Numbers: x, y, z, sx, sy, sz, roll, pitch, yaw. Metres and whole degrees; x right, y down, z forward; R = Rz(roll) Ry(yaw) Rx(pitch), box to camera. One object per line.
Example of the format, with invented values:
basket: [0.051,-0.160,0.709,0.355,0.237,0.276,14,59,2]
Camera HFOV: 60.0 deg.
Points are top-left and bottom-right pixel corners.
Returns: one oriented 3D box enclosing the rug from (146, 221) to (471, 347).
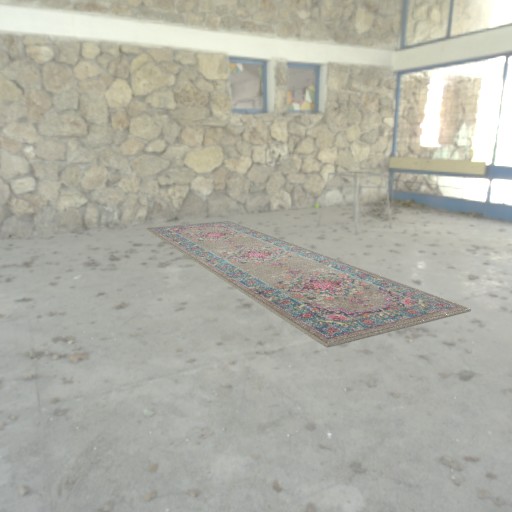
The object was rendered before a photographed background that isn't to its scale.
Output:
rug: [0.000,0.000,2.031,0.553,0.012,1.827,-7,16,-27]
